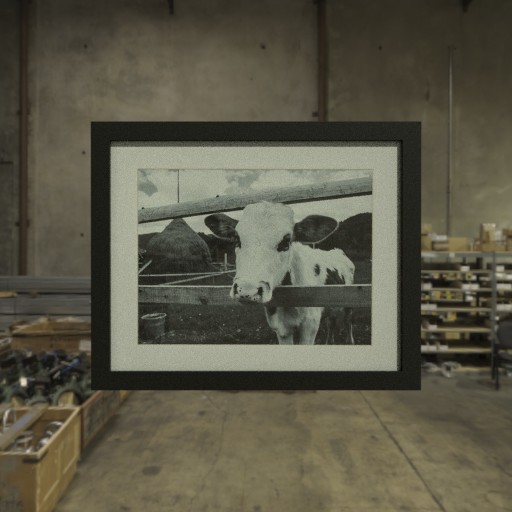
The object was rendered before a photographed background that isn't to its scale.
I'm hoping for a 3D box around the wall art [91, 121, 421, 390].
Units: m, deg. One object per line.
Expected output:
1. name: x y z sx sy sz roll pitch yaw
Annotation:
1. wall art: 0.000 0.000 0.554 0.404 0.329 0.024 0 0 0
